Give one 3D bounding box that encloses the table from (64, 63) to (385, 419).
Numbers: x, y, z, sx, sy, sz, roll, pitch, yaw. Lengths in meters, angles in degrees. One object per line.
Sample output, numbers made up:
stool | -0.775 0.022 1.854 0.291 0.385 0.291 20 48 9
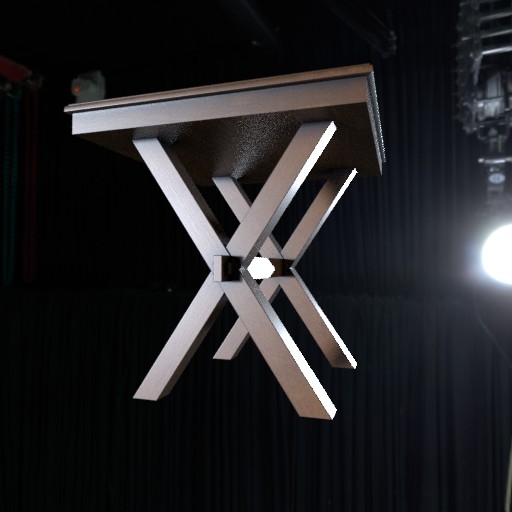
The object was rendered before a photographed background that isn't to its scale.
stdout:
table | 0.000 0.000 1.025 0.560 0.562 0.602 0 -1 18
